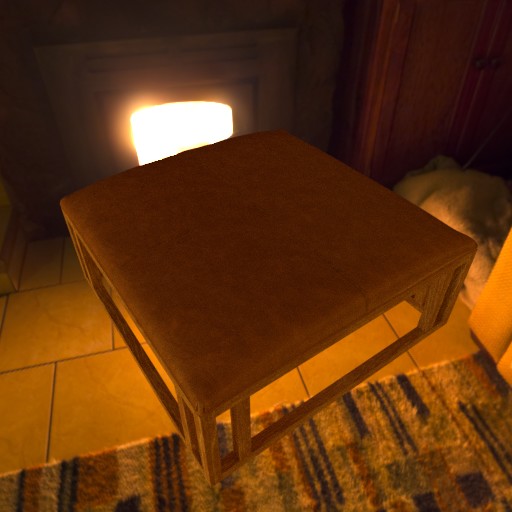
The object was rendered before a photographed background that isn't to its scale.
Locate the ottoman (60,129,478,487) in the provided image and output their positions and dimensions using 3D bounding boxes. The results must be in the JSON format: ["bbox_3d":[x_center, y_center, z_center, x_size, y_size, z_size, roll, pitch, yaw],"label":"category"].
[{"bbox_3d":[0.000,0.000,1.585,1.013,0.442,1.016,-25,46,-26],"label":"ottoman"}]
